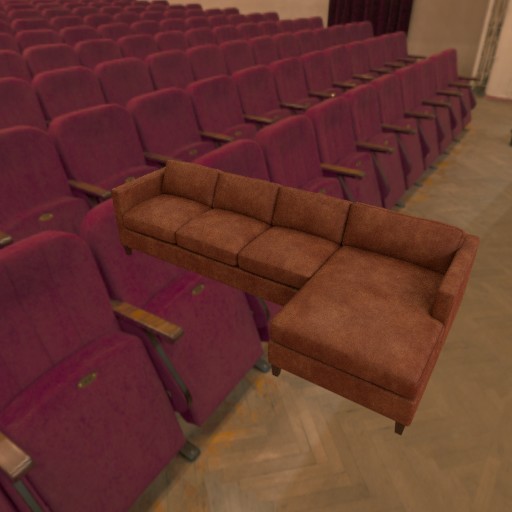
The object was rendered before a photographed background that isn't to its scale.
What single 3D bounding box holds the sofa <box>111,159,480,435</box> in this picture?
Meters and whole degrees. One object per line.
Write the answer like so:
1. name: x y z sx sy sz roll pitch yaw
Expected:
1. sofa: 0.000 0.000 3.815 3.203 0.883 1.581 18 36 28
